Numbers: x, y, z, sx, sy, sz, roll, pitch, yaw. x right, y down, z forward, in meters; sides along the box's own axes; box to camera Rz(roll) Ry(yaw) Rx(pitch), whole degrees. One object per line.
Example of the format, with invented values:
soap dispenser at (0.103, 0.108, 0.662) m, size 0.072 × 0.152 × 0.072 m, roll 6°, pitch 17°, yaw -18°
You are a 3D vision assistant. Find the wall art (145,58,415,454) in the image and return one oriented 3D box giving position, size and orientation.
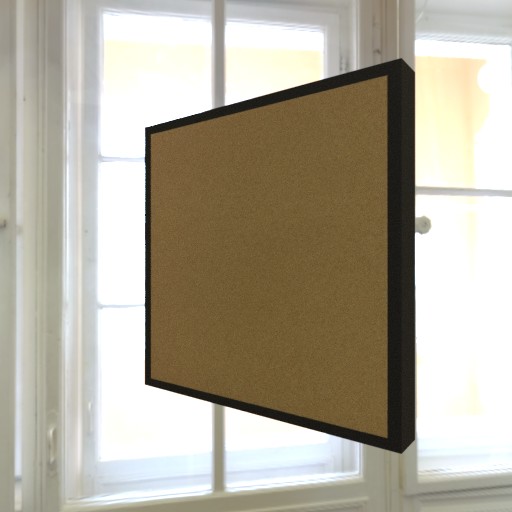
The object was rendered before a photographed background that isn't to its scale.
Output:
wall art at (0.000, 0.000, 0.445) m, size 0.305 × 0.304 × 0.033 m, roll 0°, pitch 0°, yaw 37°
